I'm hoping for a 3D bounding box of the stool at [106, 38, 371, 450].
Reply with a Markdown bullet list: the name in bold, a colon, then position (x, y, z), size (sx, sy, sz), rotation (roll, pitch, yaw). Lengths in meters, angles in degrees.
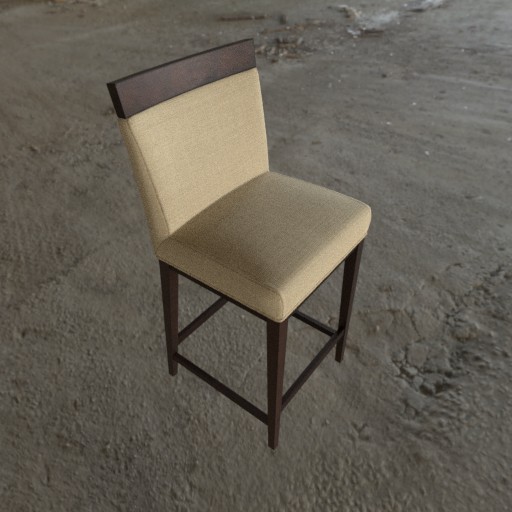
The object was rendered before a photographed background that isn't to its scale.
- **stool**: position (0.000, 0.000, 1.401), size (0.531, 1.117, 0.511), rotation (26, 46, 28)
